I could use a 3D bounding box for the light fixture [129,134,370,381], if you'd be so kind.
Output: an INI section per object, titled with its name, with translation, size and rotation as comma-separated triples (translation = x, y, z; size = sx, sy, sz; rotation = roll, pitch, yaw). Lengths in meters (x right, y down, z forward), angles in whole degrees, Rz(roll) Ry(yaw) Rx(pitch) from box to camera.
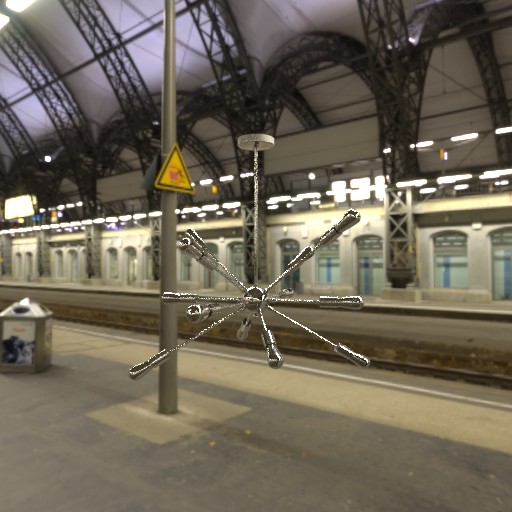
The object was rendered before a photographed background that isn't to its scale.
[light fixture]
translation = 0.000, 0.000, 1.052
size = 0.509, 0.558, 0.684
rotation = -1, -2, 18
